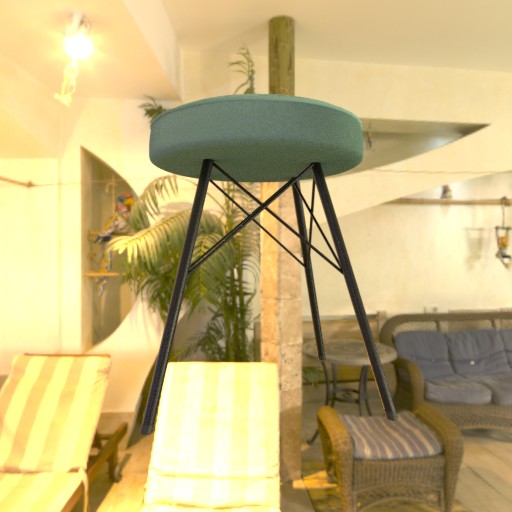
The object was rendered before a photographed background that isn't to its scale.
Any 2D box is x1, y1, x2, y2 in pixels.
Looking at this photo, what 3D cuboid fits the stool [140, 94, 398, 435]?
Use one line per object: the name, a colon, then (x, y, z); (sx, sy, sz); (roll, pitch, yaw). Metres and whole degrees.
stool: (0.000, 0.000, 0.872); (0.457, 0.519, 0.458); (0, 1, 0)
